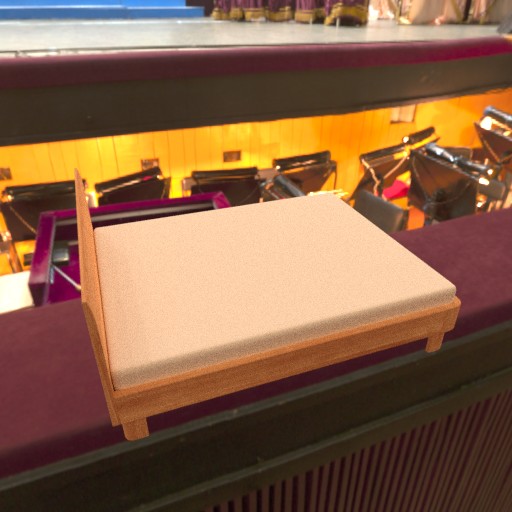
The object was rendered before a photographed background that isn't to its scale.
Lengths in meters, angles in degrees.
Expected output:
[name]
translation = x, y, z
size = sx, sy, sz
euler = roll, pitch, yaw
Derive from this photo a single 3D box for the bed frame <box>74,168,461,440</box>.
[bed frame]
translation = 0.000, 0.000, 2.979
size = 2.092, 0.940, 1.660
euler = -11, 33, -17
